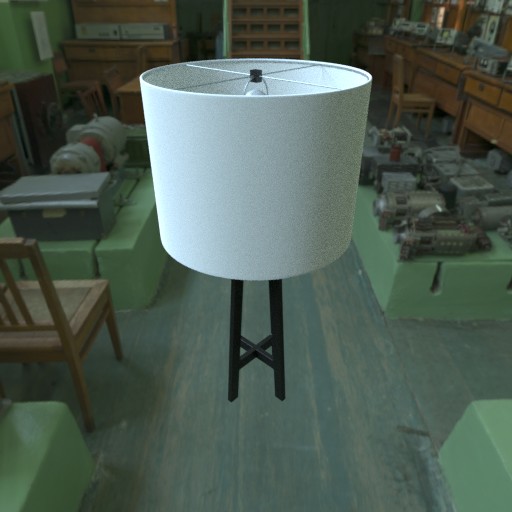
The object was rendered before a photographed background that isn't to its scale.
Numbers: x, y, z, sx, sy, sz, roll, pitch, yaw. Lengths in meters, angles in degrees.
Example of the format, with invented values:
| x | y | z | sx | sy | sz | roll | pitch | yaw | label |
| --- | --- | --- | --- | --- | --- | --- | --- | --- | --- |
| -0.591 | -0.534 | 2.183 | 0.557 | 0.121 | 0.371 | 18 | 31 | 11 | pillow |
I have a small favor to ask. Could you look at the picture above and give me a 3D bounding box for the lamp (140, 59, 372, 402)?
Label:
| x | y | z | sx | sy | sz | roll | pitch | yaw | label |
| --- | --- | --- | --- | --- | --- | --- | --- | --- | --- |
| 0.000 | 0.000 | 0.626 | 0.257 | 0.489 | 0.257 | -1 | 31 | -1 | lamp |
